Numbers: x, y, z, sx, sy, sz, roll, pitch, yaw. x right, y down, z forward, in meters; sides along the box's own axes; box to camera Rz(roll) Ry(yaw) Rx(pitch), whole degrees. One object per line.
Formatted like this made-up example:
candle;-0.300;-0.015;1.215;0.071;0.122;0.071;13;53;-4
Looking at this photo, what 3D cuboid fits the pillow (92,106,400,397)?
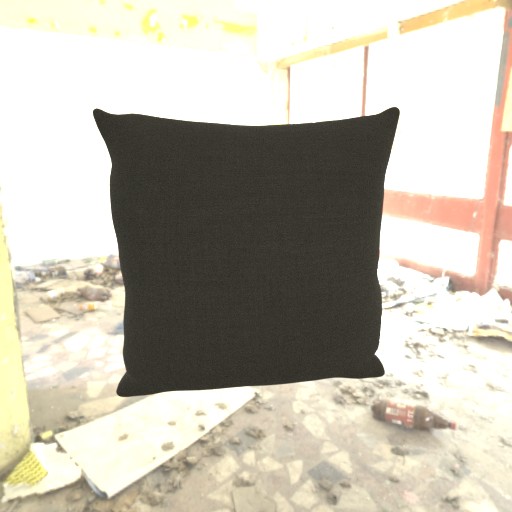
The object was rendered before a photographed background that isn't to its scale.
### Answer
pillow;0.000;0.000;0.768;0.503;0.496;0.208;-2;14;-8
